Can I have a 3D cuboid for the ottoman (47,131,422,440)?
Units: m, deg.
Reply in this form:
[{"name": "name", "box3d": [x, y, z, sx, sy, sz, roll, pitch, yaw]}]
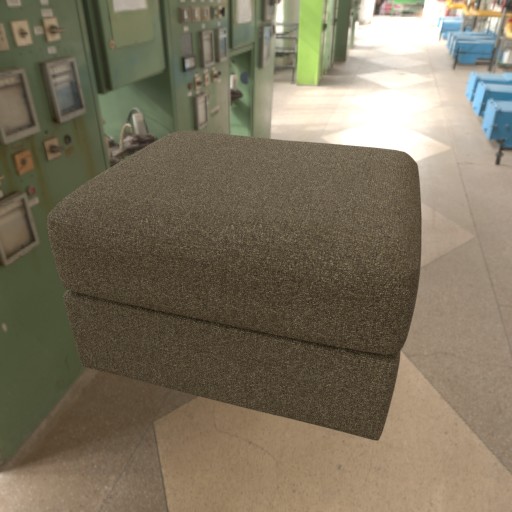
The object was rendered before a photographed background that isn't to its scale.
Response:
[{"name": "ottoman", "box3d": [0.000, 0.000, 1.105, 0.742, 0.476, 0.598, 9, 32, 15]}]
